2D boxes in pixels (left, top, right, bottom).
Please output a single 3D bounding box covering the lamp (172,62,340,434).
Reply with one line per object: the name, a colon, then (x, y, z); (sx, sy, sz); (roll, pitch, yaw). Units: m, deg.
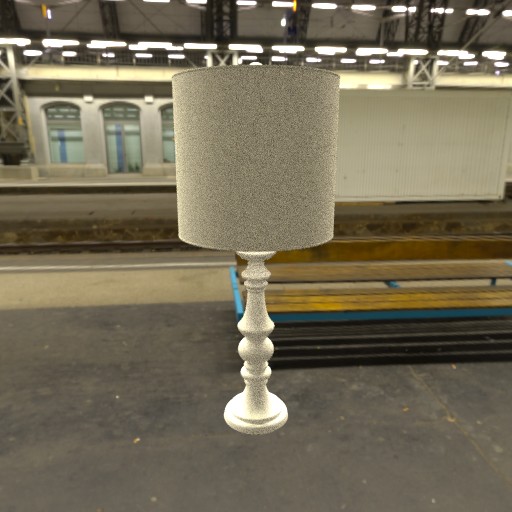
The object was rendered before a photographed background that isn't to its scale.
lamp: (0.000, 0.000, 0.737); (0.250, 0.597, 0.250); (-8, 16, -27)
